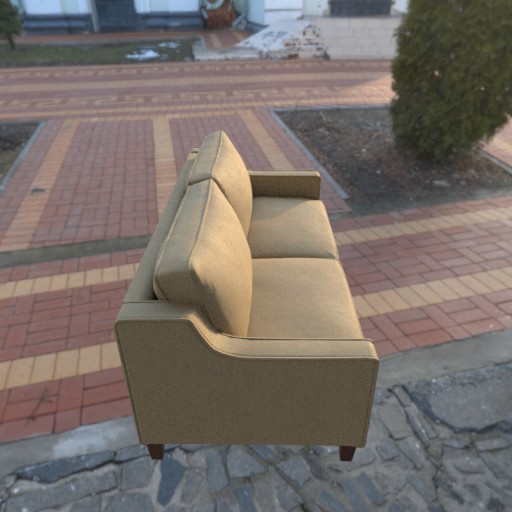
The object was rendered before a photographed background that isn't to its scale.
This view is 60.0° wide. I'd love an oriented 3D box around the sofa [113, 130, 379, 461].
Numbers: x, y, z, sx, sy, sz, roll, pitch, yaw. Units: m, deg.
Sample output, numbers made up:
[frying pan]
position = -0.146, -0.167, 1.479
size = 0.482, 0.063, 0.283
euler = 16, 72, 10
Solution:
[sofa]
position = 0.000, 0.000, 2.778
size = 1.066, 1.071, 2.178
euler = 0, 31, 1
